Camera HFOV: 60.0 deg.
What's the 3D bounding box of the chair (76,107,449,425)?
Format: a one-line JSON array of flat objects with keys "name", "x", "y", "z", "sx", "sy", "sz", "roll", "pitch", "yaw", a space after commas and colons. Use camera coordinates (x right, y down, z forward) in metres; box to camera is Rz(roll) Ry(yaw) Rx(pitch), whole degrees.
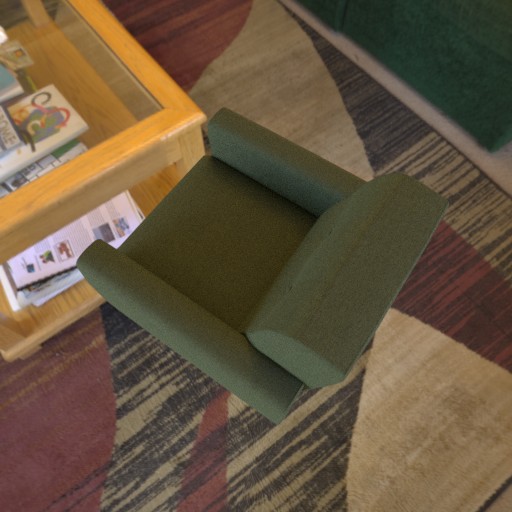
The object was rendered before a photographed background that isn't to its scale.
[{"name": "chair", "x": 0.000, "y": 0.000, "z": 1.573, "sx": 0.909, "sy": 0.841, "sz": 0.831, "roll": 32, "pitch": 69, "yaw": 14}]
